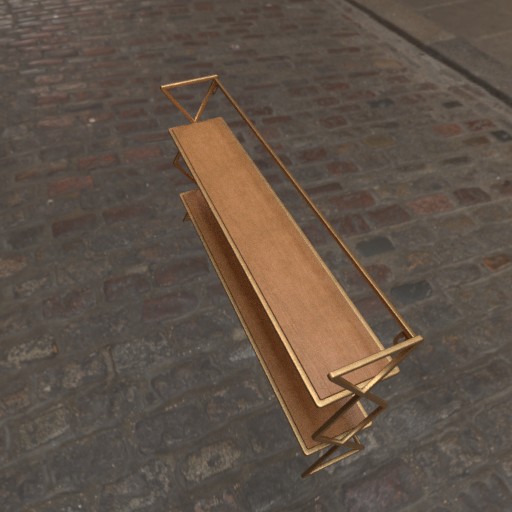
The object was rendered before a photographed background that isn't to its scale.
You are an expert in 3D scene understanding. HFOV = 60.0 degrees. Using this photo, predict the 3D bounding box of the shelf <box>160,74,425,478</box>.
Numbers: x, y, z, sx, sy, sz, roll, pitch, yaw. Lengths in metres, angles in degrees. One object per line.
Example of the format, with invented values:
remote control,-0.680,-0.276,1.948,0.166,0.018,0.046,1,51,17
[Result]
shelf,0.000,0.000,1.003,0.150,0.450,0.822,-18,51,-15
